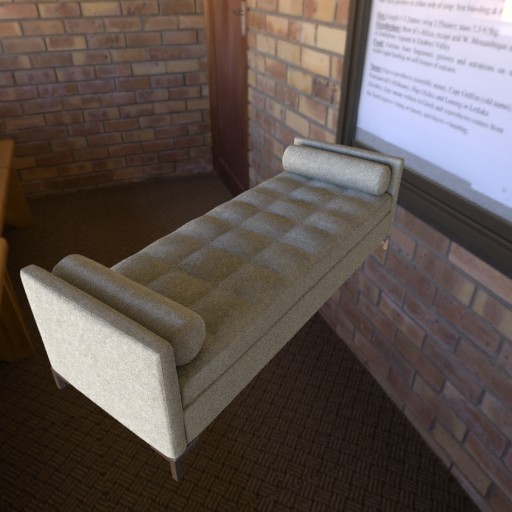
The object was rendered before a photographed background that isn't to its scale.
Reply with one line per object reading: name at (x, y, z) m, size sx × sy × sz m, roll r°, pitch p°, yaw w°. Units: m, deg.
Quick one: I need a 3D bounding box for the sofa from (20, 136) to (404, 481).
sofa at (0.000, 0.000, 2.396) m, size 0.797 × 0.657 × 2.102 m, roll 21°, pitch 38°, yaw 30°
